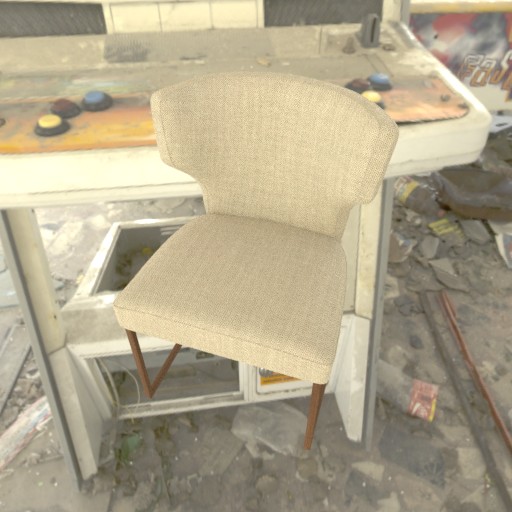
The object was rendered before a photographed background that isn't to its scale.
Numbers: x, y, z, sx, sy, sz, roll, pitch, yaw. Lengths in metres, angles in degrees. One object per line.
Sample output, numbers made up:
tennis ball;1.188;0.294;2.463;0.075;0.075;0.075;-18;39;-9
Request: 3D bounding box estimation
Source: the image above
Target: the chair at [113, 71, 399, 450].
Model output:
chair;0.000;0.000;1.241;0.611;0.824;0.617;13;43;14
